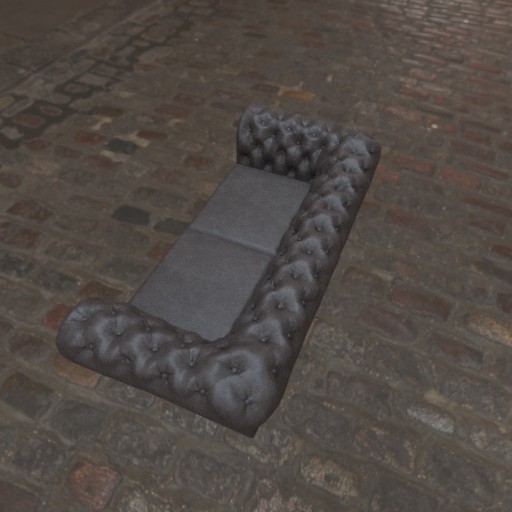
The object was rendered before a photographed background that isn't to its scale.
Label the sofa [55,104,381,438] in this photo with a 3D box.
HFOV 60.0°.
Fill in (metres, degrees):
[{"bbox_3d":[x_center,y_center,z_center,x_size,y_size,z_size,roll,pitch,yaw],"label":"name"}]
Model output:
[{"bbox_3d":[0.000,0.000,2.524,0.944,0.779,2.048,18,51,15],"label":"sofa"}]
